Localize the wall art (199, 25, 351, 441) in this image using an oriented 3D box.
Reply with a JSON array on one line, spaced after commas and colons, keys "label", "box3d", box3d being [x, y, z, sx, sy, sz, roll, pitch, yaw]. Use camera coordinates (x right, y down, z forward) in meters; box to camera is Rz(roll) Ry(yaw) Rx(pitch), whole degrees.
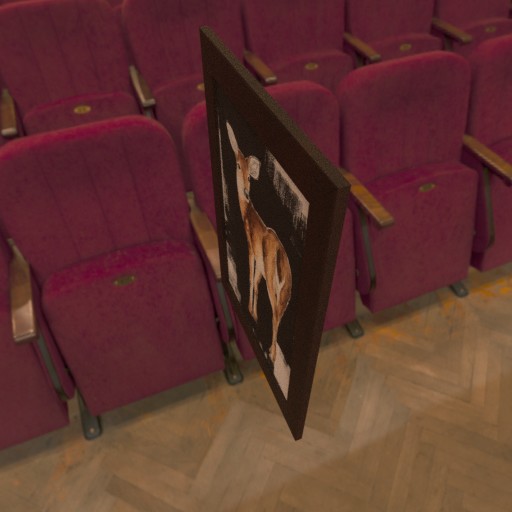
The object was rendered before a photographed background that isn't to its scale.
[{"label": "wall art", "box3d": [0.000, 0.000, 0.639, 0.013, 0.508, 0.359, -17, 49, -15]}]
